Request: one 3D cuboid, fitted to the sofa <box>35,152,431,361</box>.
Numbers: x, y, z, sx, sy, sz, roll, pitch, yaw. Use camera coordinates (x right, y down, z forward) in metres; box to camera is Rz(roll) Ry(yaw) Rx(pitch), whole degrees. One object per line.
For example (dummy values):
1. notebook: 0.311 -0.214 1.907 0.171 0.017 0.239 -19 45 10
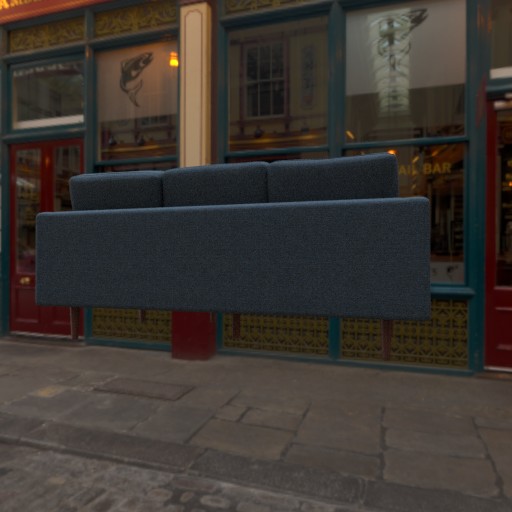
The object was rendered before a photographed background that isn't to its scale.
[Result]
1. sofa: 0.000 0.000 2.927 2.055 0.957 1.667 0 0 18
